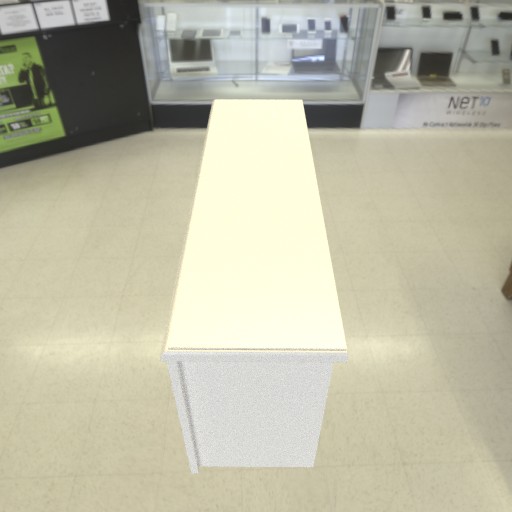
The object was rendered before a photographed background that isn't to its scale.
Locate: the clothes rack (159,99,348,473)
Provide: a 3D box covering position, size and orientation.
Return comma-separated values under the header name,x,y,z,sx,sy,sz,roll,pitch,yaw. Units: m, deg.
name,x,y,z,sx,sy,sz,roll,pitch,yaw
clothes rack,0.000,0.000,1.348,0.324,0.531,1.120,0,41,0
